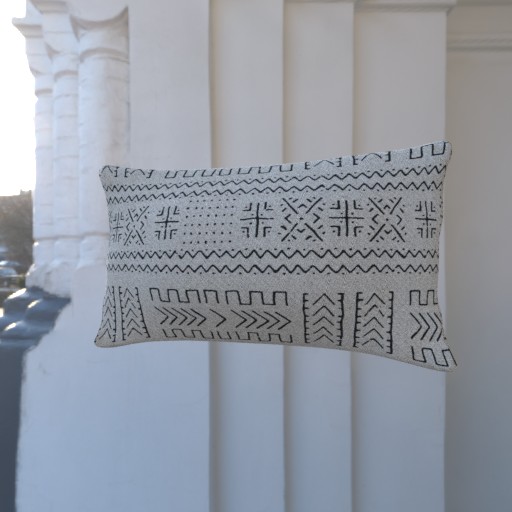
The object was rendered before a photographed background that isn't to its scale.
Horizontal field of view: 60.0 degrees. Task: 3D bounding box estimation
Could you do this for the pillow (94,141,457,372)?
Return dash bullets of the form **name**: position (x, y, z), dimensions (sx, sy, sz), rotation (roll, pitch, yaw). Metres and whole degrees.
- **pillow**: position (0.000, 0.000, 0.771), dimensions (0.637, 0.352, 0.188), rotation (0, -1, 17)
